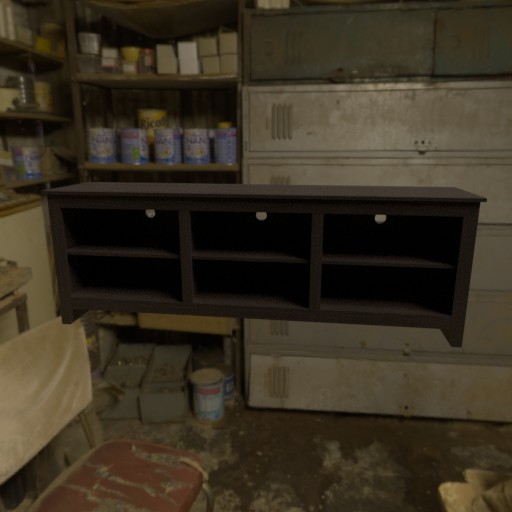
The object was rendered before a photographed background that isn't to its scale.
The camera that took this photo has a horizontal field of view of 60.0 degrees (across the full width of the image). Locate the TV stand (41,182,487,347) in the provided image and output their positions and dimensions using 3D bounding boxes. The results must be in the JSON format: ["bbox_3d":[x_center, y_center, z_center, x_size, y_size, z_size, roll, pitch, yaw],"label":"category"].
[{"bbox_3d":[0.000,0.000,2.025,1.778,0.610,0.406,2,15,8],"label":"TV stand"}]
